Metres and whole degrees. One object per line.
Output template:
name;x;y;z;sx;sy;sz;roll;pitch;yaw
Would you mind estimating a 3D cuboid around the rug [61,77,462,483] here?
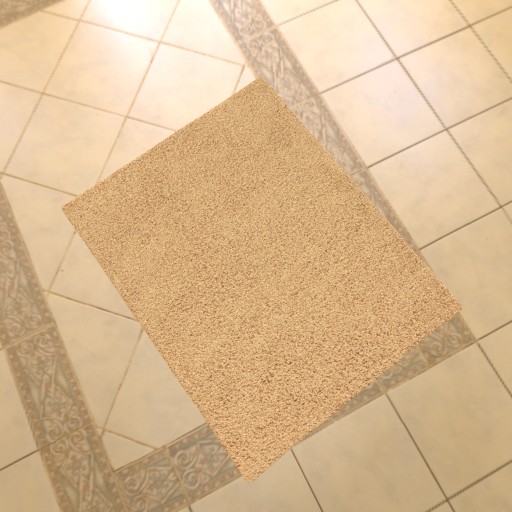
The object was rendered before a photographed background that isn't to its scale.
rug;0.000;0.000;4.153;2.438;0.029;3.047;-36;78;-9
